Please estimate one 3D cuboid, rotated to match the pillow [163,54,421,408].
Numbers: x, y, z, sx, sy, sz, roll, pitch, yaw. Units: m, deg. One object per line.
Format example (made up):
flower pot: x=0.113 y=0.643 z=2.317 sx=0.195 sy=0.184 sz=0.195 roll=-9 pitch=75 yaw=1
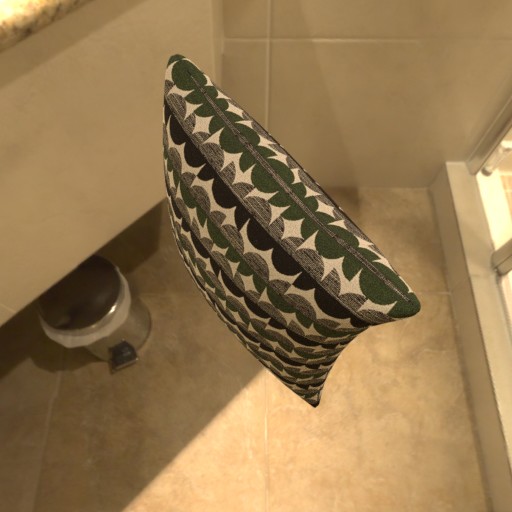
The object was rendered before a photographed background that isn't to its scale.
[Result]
pillow: x=0.000 y=0.000 z=0.641 sx=0.180 sy=0.404 sz=0.419 roll=-34 pitch=69 yaw=-15
